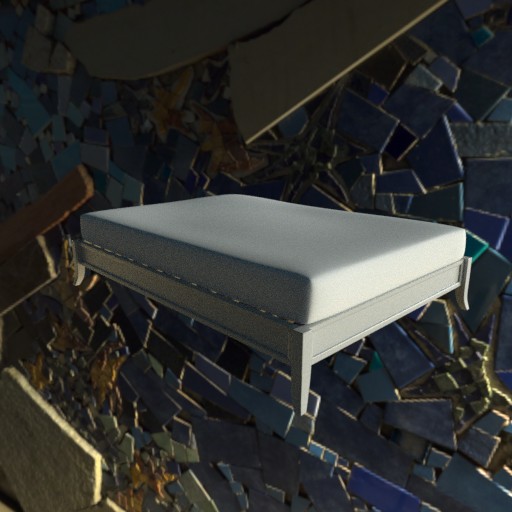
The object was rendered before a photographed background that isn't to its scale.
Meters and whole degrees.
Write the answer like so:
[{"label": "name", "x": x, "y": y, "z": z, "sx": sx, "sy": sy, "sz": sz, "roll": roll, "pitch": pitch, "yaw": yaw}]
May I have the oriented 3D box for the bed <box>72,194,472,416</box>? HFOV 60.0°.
[{"label": "bed", "x": 0.000, "y": 0.000, "z": 2.665, "sx": 1.460, "sy": 0.510, "sz": 1.985, "roll": -14, "pitch": 20, "yaw": -42}]
